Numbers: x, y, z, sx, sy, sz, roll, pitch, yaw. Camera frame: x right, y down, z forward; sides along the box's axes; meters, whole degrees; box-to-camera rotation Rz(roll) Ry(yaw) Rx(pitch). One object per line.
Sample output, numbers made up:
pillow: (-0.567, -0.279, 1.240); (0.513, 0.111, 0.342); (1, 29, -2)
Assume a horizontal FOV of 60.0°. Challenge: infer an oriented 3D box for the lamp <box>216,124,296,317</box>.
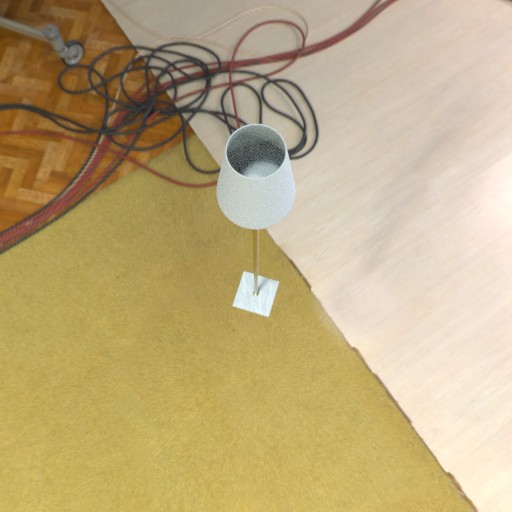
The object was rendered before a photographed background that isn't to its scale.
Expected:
lamp: (0.000, 0.000, 1.879); (0.232, 1.813, 0.229); (17, 75, 4)
